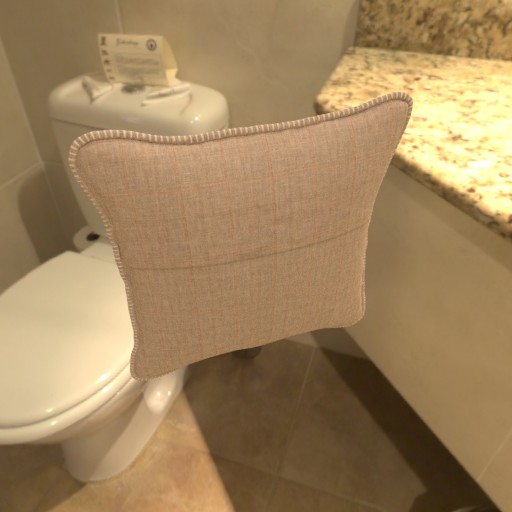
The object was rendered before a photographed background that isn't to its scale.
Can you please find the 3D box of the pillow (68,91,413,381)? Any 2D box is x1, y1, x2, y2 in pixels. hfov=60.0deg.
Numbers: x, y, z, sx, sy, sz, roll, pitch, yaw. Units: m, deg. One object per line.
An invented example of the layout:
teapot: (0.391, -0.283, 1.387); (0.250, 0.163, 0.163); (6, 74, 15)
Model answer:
pillow: (0.000, 0.000, 0.735); (0.485, 0.494, 0.124); (-12, 41, -14)
